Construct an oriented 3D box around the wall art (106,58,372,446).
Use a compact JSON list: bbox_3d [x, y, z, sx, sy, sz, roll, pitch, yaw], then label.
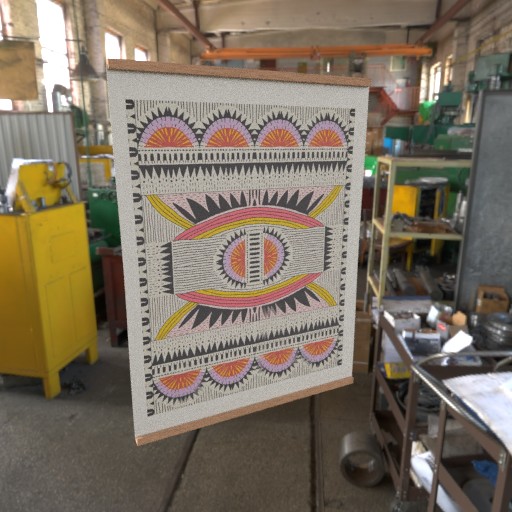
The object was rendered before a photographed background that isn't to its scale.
[{"bbox_3d":[0.000,0.000,1.302,0.765,1.016,0.028,-7,16,-26],"label":"wall art"}]
